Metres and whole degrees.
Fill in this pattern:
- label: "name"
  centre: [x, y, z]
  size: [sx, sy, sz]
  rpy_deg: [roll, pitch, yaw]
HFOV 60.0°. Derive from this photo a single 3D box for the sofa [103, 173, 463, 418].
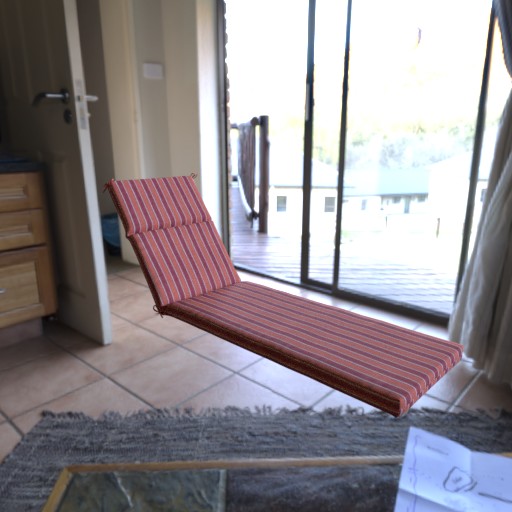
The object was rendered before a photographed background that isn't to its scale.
- label: "sofa"
  centre: [0.000, 0.000, 1.958]
  size: [1.663, 0.622, 0.582]
  rpy_deg: [14, 20, 42]
